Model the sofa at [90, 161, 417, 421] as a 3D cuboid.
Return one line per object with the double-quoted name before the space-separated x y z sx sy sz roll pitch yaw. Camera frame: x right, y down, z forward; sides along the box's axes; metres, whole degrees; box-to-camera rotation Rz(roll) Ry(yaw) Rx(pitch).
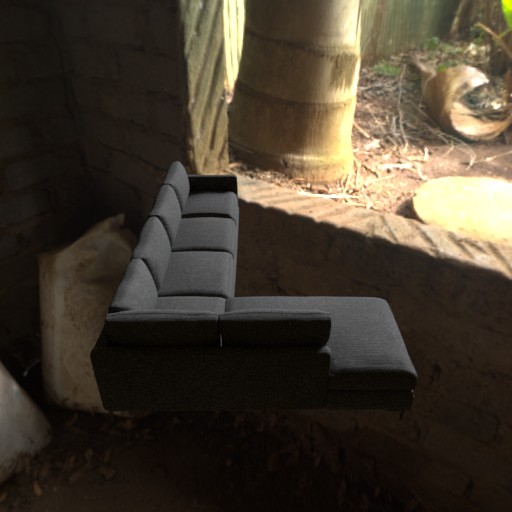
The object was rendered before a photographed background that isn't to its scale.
"sofa" 0.000 0.000 3.957 2.007 0.815 2.949 0 32 0
